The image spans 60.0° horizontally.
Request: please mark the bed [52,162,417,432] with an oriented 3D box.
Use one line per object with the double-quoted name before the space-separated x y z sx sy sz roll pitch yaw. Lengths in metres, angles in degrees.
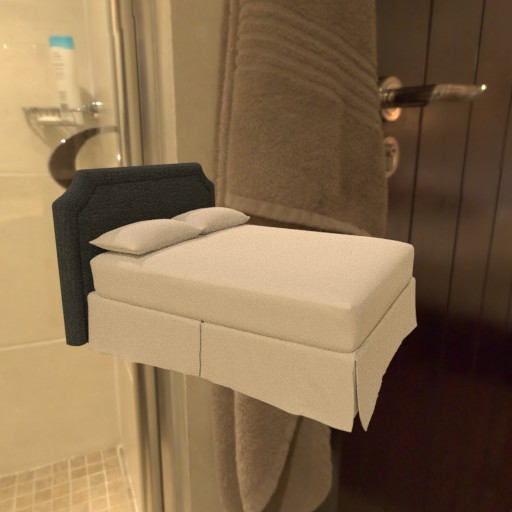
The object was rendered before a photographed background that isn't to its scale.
"bed" 0.000 0.000 3.356 2.208 1.297 1.828 8 16 28
